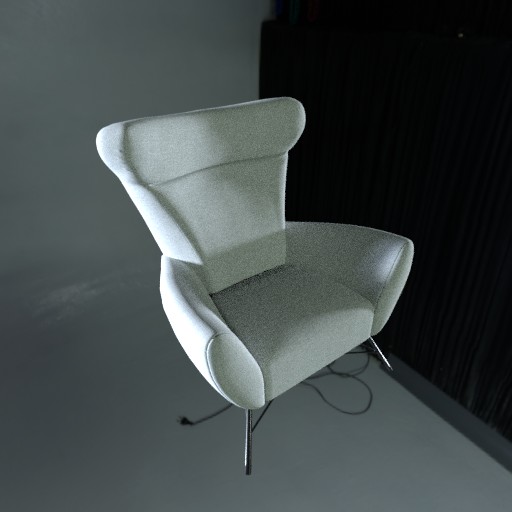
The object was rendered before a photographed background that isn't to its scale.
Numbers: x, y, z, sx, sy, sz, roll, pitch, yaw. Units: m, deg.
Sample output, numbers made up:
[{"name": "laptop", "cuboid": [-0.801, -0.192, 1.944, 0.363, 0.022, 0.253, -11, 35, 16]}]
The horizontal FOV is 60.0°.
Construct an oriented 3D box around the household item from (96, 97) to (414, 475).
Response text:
[{"name": "household item", "cuboid": [0.000, 0.000, 1.770, 0.980, 1.050, 0.900, -22, 36, -33]}]
